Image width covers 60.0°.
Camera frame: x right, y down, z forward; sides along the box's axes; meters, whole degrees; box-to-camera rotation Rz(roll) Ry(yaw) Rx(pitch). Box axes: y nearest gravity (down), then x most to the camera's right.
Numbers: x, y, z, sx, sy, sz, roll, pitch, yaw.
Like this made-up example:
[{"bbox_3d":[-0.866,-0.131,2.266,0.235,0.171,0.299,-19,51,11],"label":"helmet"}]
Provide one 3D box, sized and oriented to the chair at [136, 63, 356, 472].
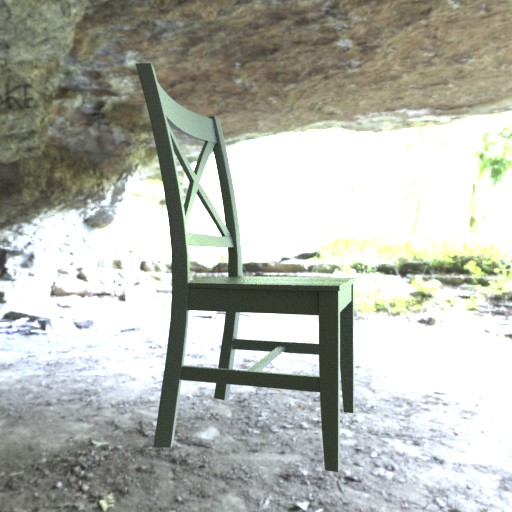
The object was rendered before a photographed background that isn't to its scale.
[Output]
[{"bbox_3d":[0.000,0.000,1.288,0.542,0.983,0.485,0,0,17],"label":"chair"}]
